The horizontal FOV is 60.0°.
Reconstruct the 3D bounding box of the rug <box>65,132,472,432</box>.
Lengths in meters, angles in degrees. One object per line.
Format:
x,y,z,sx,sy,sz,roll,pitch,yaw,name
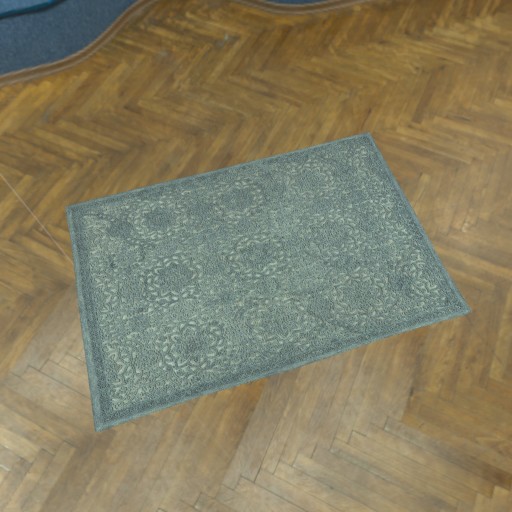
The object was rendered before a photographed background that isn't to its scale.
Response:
0.000,0.000,2.300,1.830,0.016,1.224,-16,63,-8,rug
